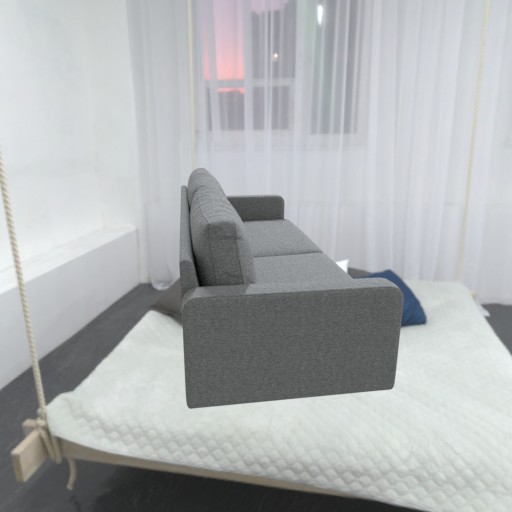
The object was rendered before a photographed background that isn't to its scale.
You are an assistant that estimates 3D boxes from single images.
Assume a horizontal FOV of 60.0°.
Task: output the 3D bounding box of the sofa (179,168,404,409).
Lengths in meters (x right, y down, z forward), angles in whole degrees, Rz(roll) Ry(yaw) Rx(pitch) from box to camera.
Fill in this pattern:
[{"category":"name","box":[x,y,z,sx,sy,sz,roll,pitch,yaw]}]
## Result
[{"category":"sofa","box":[0.000,0.000,2.699,0.880,0.880,2.200,-3,17,-9]}]
